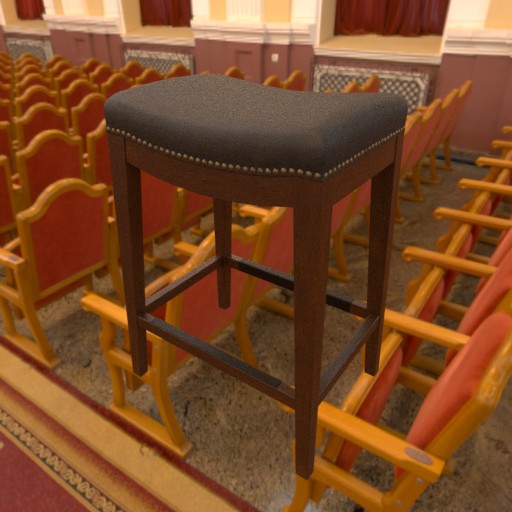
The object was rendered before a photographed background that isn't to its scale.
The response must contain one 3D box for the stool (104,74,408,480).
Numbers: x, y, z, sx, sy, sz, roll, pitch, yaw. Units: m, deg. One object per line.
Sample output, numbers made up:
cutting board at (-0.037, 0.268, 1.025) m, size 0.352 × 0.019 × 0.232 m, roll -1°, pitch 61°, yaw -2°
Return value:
stool at (0.000, 0.000, 0.926) m, size 0.490 × 0.664 × 0.353 m, roll 20°, pitch 35°, yaw 30°
